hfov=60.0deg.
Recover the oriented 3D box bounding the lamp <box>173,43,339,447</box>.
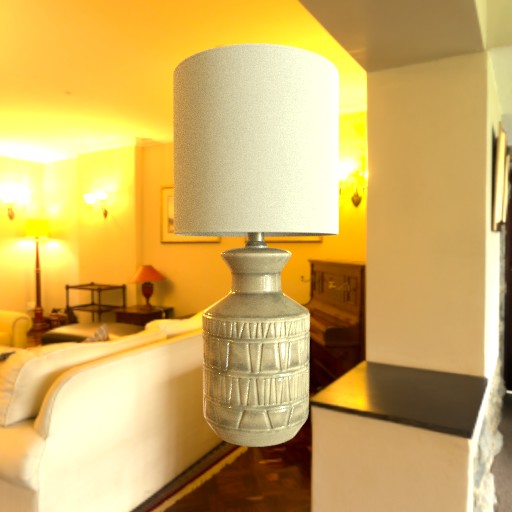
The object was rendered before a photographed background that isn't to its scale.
[{"bbox_3d":[0.000,0.000,0.579,0.211,0.455,0.211,0,1,-18],"label":"lamp"}]
